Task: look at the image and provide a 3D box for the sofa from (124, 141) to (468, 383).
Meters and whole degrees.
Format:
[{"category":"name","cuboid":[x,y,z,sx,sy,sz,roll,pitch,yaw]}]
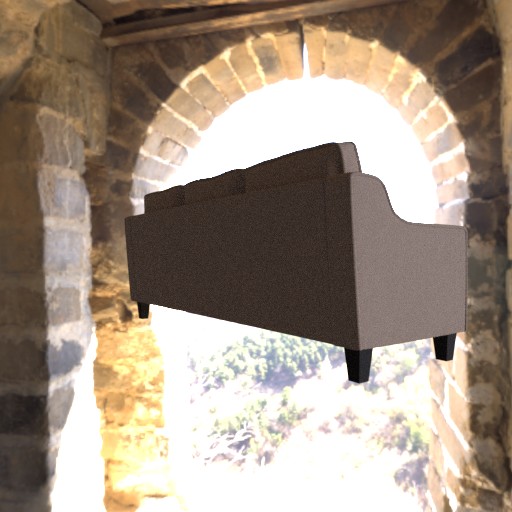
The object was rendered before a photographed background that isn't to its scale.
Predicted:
[{"category":"sofa","cuboid":[0.000,0.000,2.562,0.791,0.902,2.131,0,0,-36]}]
